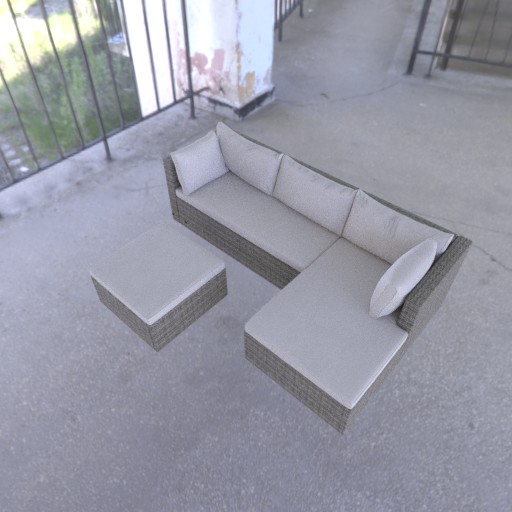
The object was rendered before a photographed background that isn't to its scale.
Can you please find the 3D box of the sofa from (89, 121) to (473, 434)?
[{"bbox_3d":[0.000,0.000,3.042,2.192,0.766,1.662,32,53,28],"label":"sofa"}]
